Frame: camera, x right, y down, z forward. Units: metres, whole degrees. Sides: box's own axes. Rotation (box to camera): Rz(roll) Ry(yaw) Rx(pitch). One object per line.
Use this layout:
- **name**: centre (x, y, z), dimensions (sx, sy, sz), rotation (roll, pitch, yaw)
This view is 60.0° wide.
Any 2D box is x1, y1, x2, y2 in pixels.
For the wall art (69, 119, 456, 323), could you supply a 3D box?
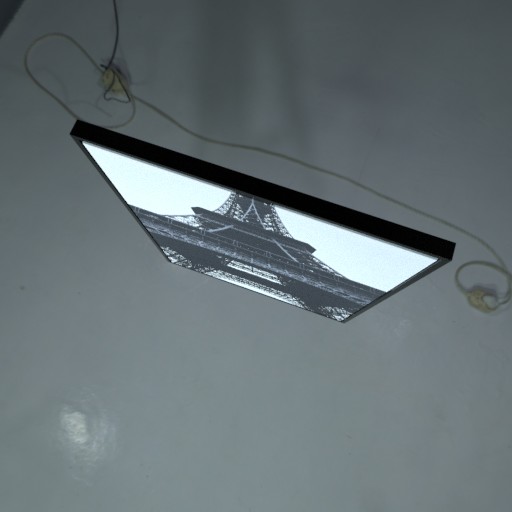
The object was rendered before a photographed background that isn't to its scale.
- **wall art**: centre (0.000, 0.000, 1.396), dimensions (0.805, 1.062, 0.040), rotation (19, 76, 5)
